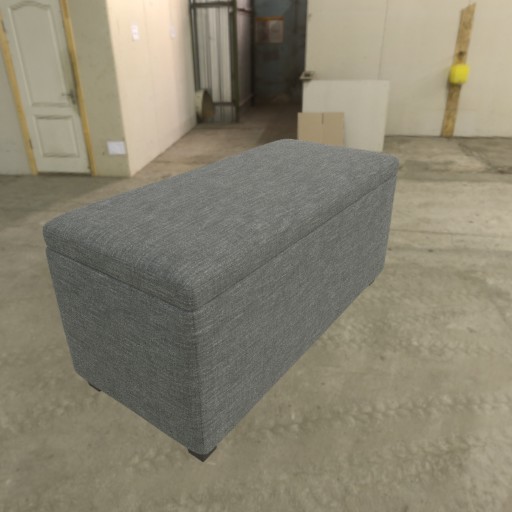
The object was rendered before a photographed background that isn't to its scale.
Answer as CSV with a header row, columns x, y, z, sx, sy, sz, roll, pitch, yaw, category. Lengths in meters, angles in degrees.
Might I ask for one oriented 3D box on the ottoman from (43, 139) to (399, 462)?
x,y,z,sx,sy,sz,roll,pitch,yaw,category
0.000,0.000,1.146,0.419,0.432,0.902,18,33,31,ottoman
